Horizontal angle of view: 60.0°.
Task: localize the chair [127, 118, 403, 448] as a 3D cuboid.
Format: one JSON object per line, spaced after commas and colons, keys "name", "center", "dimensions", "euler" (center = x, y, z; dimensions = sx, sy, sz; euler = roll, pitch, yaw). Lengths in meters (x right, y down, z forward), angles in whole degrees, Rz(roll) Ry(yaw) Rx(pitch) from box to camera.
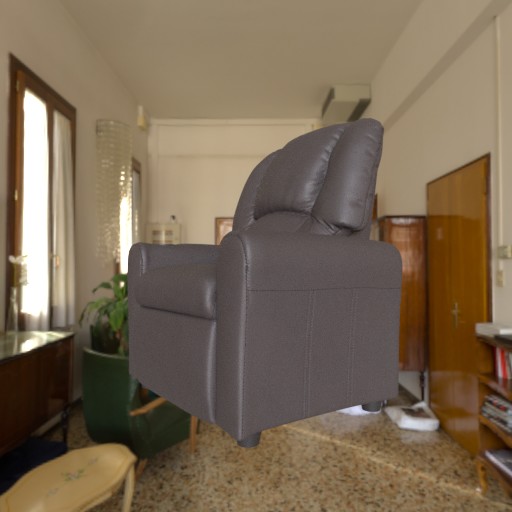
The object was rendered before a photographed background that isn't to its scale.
{"name": "chair", "center": [0.000, 0.000, 1.132], "dimensions": [0.521, 0.709, 0.610], "euler": [1, -2, -35]}
